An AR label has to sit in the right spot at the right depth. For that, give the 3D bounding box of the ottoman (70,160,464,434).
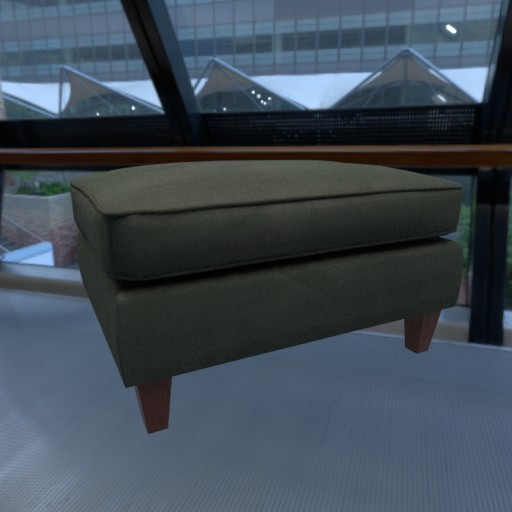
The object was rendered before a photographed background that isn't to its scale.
[{"bbox_3d":[0.000,0.000,1.197,0.864,0.495,0.632,-8,17,-26],"label":"ottoman"}]
